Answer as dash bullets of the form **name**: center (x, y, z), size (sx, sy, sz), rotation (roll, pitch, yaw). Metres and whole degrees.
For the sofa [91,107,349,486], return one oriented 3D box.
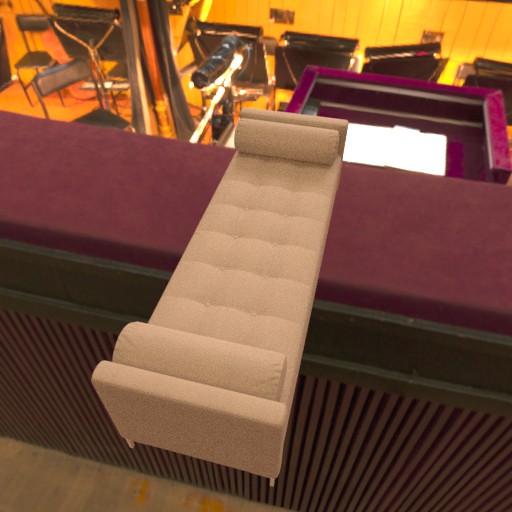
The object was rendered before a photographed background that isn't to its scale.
- **sofa**: center (0.000, 0.000, 2.339), size (0.686, 0.635, 1.981), rotation (10, 47, 10)
